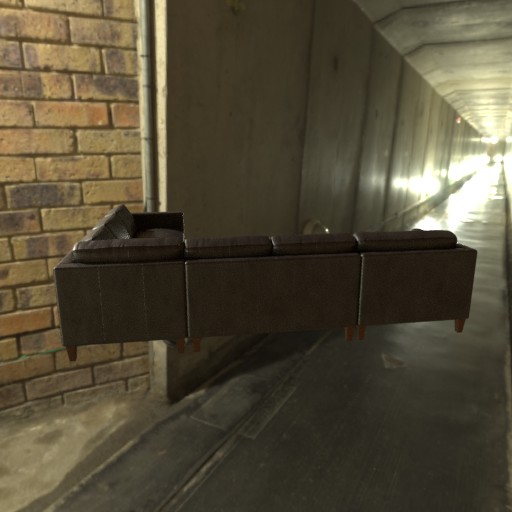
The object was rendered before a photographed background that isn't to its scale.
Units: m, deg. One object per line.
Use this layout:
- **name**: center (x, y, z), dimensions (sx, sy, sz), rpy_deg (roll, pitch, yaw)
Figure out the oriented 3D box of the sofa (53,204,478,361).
- **sofa**: center (0.000, 0.000, 4.630), dimensions (3.324, 0.891, 2.452), rpy_deg (-2, 15, -9)
